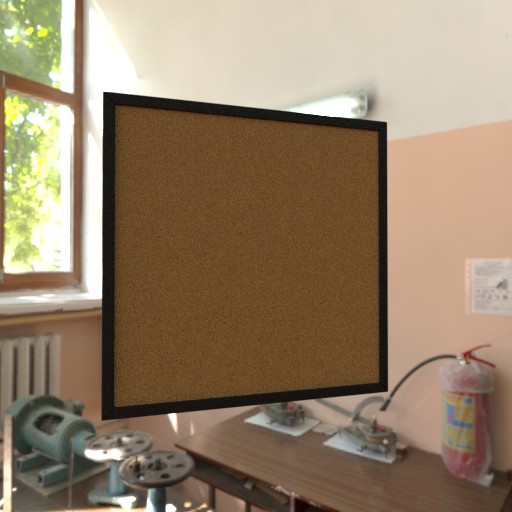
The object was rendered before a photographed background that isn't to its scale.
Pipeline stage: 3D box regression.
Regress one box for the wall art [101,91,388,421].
[{"bbox_3d":[0.000,0.000,0.775,0.508,0.508,0.037,0,-1,-17],"label":"wall art"}]
